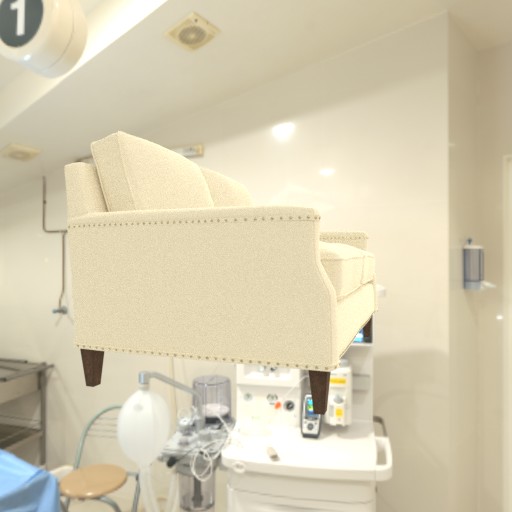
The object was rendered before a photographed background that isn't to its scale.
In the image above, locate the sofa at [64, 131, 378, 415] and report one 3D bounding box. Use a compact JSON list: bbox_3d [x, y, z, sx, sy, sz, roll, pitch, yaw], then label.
[{"bbox_3d":[0.000,0.000,2.248,1.084,1.003,1.597,0,0,20],"label":"sofa"}]
